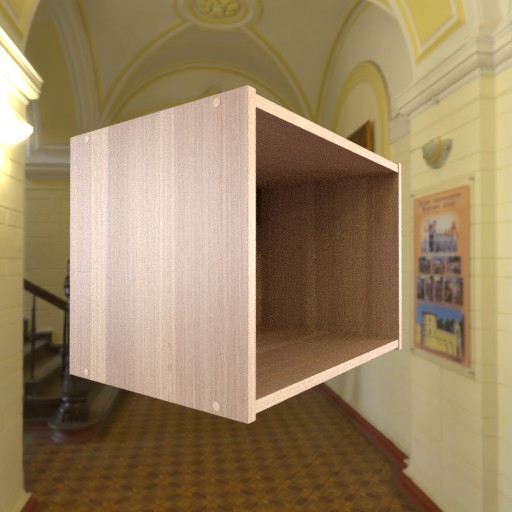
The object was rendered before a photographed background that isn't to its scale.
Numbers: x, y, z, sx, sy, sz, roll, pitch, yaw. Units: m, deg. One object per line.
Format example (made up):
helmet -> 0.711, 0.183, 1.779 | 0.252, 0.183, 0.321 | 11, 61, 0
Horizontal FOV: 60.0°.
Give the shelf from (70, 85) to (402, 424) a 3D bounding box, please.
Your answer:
shelf -> 0.000, 0.000, 0.651 | 0.290, 0.305, 0.415 | 0, -1, 37
